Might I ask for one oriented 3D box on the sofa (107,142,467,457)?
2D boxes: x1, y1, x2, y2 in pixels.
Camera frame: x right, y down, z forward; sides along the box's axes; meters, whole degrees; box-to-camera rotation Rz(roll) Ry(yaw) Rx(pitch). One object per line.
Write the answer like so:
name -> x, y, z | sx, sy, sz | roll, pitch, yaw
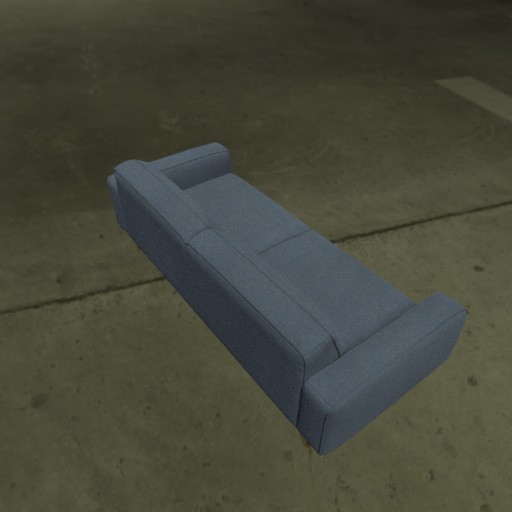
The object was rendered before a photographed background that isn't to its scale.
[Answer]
sofa -> 0.000, 0.000, 2.735 | 0.953, 0.782, 2.270 | -26, 47, -27
